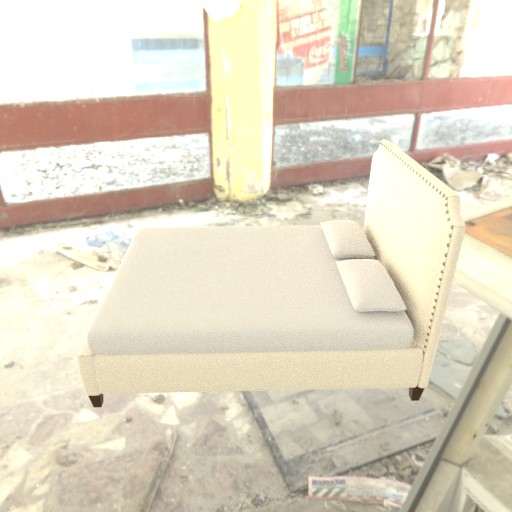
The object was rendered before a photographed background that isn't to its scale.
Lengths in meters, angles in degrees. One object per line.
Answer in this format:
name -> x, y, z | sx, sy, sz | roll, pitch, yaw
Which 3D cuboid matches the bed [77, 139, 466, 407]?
bed -> 0.000, 0.000, 3.484 | 2.372, 1.497, 1.712 | -1, 27, -1
